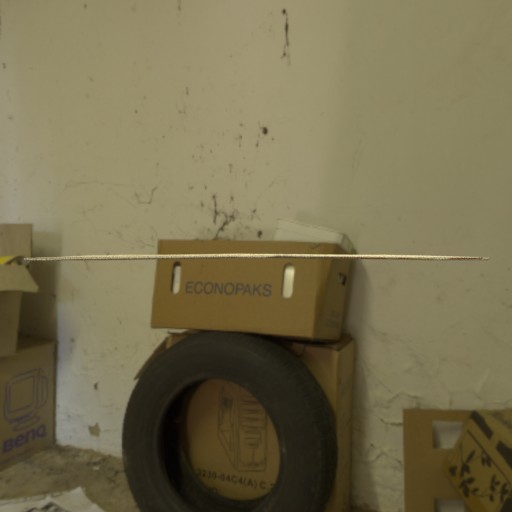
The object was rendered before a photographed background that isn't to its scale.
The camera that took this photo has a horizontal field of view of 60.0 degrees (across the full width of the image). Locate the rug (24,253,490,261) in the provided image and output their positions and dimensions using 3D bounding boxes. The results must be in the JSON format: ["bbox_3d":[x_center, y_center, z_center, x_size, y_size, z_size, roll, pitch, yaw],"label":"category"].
[{"bbox_3d":[0.000,0.000,4.232,3.202,0.045,2.434,0,1,0],"label":"rug"}]
